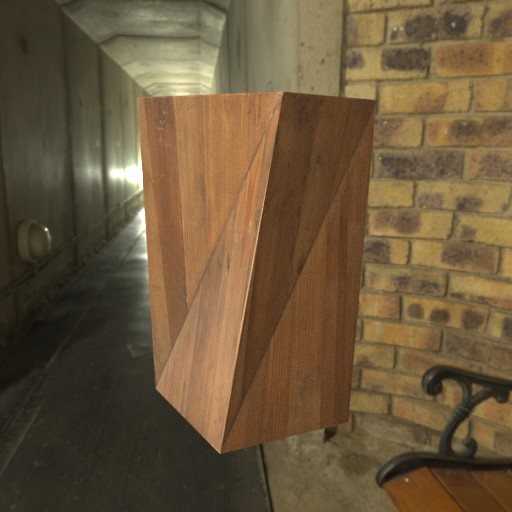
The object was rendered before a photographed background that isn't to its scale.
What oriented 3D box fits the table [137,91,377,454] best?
[{"bbox_3d":[0.000,0.000,0.912,0.425,0.604,0.441,-15,22,-42],"label":"table"}]
